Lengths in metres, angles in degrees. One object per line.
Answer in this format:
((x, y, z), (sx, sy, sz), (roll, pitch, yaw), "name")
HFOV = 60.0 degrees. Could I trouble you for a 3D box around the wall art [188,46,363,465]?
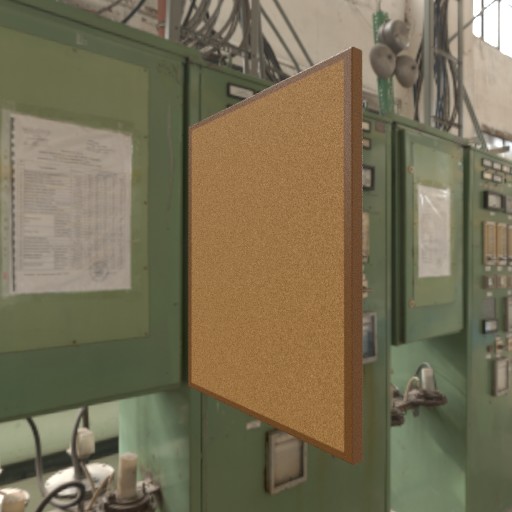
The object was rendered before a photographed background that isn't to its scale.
((0.000, 0.000, 0.766), (0.021, 0.550, 0.449), (0, 0, -37), "wall art")
